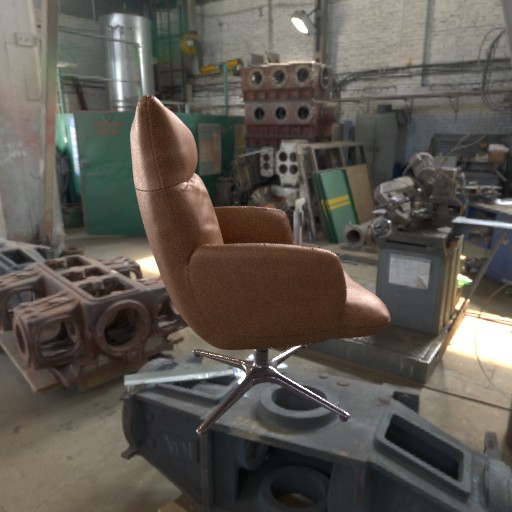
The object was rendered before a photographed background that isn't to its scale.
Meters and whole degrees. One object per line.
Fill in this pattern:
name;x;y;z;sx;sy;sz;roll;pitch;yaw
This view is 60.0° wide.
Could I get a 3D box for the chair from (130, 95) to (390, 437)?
chair;0.000;0.000;1.563;0.794;1.027;0.711;-3;16;-9
